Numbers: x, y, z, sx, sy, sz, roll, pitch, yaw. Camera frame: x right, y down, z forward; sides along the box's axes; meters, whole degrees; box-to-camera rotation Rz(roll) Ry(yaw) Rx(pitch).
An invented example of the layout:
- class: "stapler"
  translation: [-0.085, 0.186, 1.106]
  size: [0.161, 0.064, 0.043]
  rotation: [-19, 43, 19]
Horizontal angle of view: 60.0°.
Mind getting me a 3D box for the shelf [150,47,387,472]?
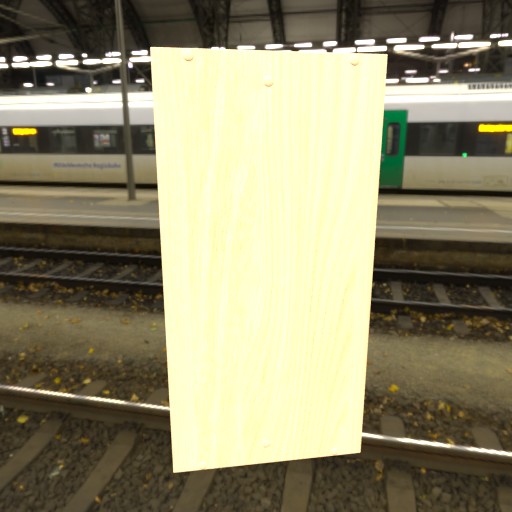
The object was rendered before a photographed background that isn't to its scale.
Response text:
- class: "shelf"
  translation: [0.000, 0.000, 0.757]
  size: [0.297, 0.594, 0.290]
  rotation: [-2, 15, -8]
